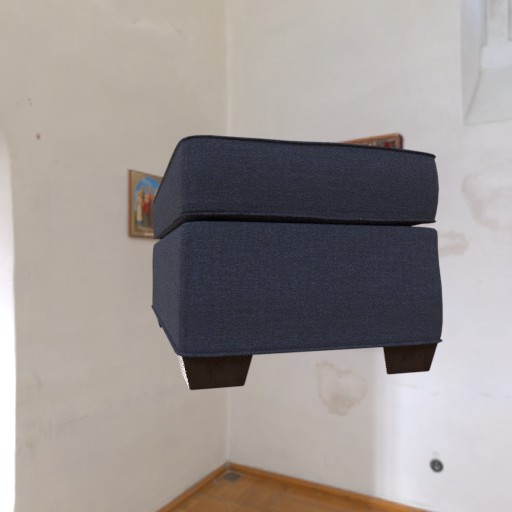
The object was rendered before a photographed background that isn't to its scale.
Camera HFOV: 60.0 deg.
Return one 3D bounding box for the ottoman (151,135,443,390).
[{"bbox_3d":[0.000,0.000,1.181,0.505,0.453,0.895,0,-1,-16],"label":"ottoman"}]
